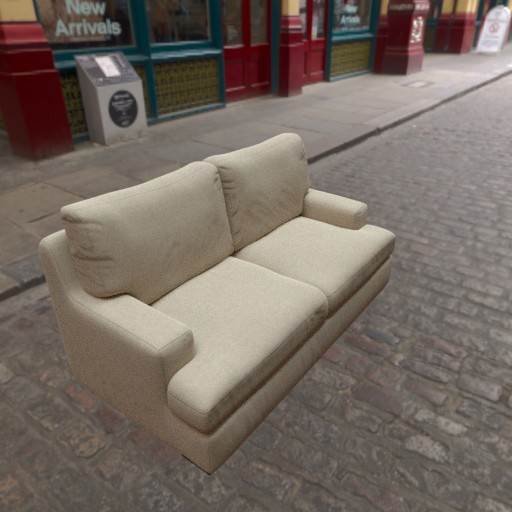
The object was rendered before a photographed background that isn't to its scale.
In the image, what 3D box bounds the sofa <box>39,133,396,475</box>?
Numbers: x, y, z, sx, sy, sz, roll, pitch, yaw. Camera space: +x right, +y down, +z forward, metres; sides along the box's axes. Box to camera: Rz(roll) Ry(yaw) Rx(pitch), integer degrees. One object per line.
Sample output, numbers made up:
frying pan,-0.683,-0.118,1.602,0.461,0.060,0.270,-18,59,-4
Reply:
sofa,0.000,0.000,2.428,0.962,0.967,1.885,19,34,32
